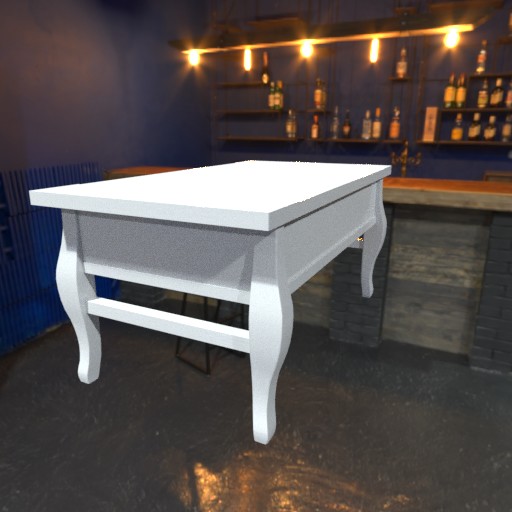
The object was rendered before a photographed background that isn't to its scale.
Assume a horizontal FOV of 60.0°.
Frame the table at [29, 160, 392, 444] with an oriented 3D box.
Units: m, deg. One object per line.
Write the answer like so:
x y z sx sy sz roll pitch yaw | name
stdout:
0.000 0.000 1.371 0.600 0.495 1.062 8 18 26 | table
